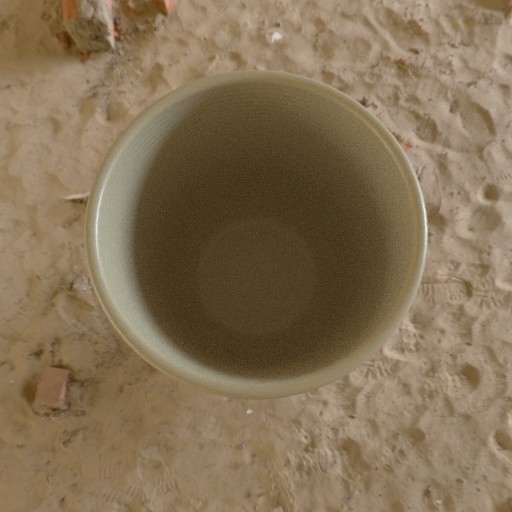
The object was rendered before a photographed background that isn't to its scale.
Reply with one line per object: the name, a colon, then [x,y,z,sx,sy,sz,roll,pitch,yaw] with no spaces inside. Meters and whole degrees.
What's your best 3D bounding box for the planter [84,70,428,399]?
planter: [0.000,0.000,0.356,0.206,0.190,0.206,0,76,0]
